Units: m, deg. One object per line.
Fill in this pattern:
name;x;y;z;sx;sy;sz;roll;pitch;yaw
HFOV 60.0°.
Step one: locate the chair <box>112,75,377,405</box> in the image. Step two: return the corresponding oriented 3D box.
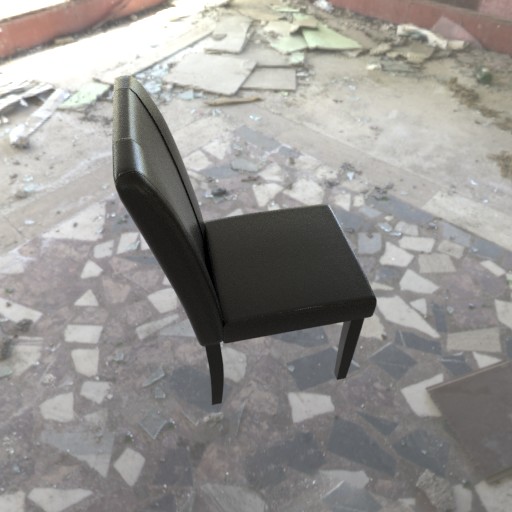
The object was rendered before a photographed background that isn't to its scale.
chair;0.000;0.000;1.196;0.556;0.897;0.399;-9;47;-8
